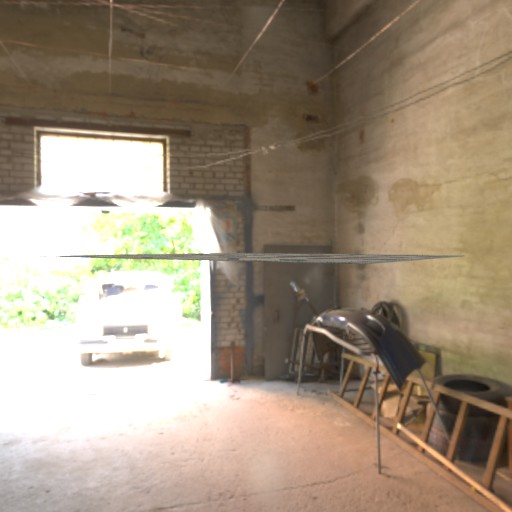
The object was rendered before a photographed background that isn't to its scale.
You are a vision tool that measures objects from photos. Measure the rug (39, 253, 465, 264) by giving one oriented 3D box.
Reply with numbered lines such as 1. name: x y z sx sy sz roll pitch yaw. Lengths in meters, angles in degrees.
1. rug: 0.000 0.000 4.052 3.072 0.011 2.451 1 1 36
